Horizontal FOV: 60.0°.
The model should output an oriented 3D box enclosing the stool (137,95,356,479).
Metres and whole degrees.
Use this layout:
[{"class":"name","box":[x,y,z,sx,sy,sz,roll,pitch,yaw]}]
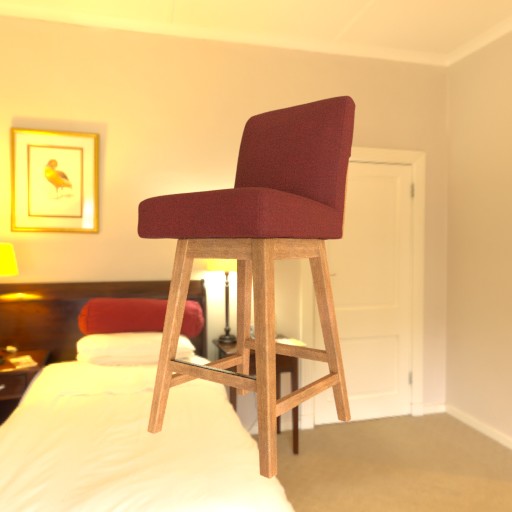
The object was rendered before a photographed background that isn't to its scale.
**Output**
[{"class":"stool","box":[0.000,0.000,1.357,0.468,1.038,0.562,1,2,37]}]
